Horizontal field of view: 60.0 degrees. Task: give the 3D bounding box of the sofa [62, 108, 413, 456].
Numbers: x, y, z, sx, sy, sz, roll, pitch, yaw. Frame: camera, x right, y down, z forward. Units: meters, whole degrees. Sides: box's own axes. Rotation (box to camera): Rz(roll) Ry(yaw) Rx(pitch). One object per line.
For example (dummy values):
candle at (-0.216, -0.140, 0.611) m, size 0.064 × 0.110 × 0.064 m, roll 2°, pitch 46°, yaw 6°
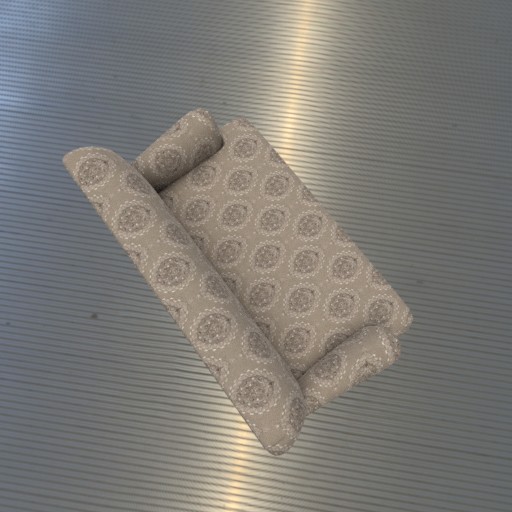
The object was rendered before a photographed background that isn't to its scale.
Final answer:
sofa at (0.000, 0.000, 1.827) m, size 0.779 × 0.889 × 1.297 m, roll -36°, pitch 78°, yaw -9°
